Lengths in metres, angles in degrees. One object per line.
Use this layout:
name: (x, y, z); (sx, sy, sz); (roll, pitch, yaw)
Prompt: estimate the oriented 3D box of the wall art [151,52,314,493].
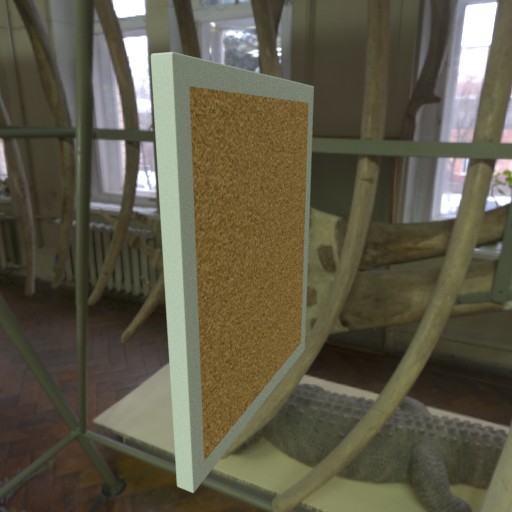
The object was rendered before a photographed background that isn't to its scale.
wall art: (0.000, 0.000, 0.731); (0.028, 0.556, 0.454); (8, 18, 25)
